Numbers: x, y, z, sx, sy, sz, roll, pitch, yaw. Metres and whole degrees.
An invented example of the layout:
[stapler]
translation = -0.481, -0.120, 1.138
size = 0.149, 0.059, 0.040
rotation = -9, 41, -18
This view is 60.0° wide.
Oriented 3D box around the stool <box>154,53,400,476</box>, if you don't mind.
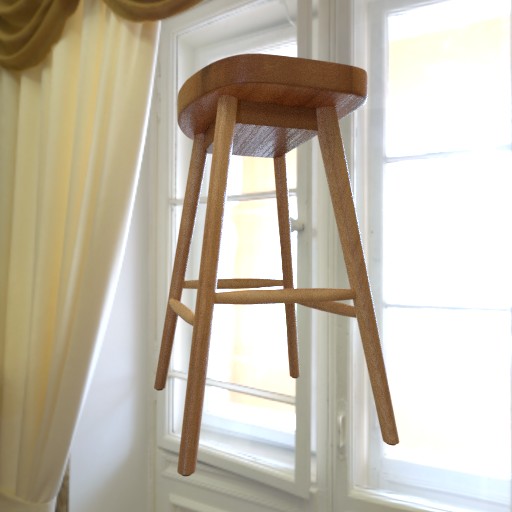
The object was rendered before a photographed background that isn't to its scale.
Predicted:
[stool]
translation = 0.000, 0.000, 0.873
size = 0.361, 0.615, 0.440
rotation = 0, 0, -17
